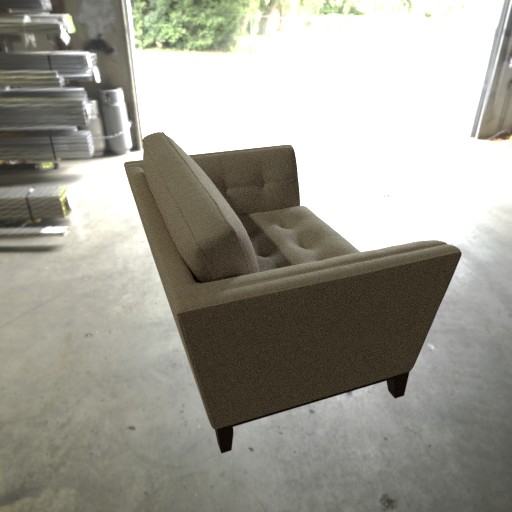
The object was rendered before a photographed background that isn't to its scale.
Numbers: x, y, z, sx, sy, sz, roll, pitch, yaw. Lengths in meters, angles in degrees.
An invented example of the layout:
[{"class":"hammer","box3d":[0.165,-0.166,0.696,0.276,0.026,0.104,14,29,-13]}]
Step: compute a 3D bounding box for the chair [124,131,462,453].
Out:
[{"class":"chair","box3d":[0.000,0.000,2.034,0.965,0.940,1.397,-10,31,-18]}]
